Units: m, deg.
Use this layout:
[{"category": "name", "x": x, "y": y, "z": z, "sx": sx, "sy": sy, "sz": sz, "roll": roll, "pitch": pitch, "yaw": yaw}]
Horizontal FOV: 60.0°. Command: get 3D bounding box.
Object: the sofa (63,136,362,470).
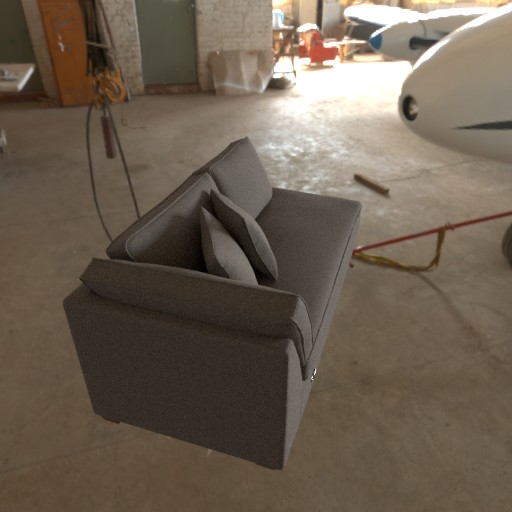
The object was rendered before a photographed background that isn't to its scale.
[{"category": "sofa", "x": 0.000, "y": 0.000, "z": 2.882, "sx": 1.110, "sy": 1.033, "sz": 2.237, "roll": 10, "pitch": 33, "yaw": 16}]
